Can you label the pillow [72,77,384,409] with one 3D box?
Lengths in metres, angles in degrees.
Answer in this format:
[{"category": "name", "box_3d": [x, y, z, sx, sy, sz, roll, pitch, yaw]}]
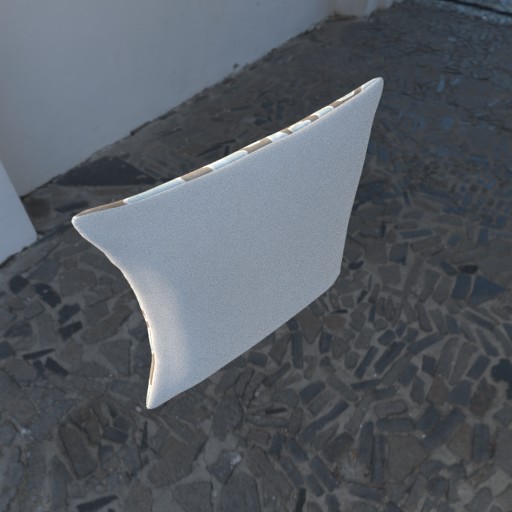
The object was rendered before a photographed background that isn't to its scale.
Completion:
[{"category": "pillow", "box_3d": [0.000, 0.000, 0.806, 0.552, 0.508, 0.166, -32, 54, -26]}]
